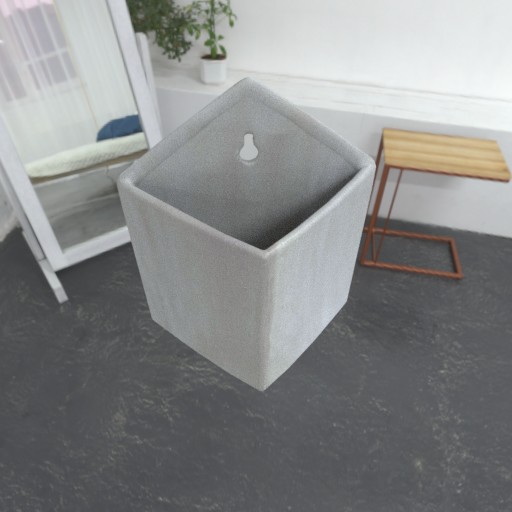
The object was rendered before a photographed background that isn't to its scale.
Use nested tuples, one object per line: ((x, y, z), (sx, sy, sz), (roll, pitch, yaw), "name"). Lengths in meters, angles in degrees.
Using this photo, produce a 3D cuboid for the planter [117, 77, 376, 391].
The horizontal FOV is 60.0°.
((0.000, 0.000, 0.277), (0.163, 0.194, 0.080), (-5, 45, -5), "planter")
